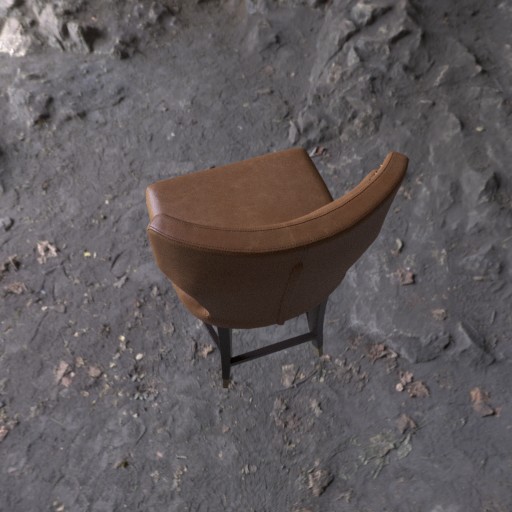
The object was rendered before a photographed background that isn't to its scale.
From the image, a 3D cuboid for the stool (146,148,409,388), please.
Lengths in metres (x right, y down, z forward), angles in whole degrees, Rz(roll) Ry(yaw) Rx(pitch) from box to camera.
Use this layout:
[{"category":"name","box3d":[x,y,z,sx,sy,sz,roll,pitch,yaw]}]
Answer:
[{"category":"stool","box3d":[0.000,0.000,1.292,0.526,0.982,0.563,-16,60,-9]}]
